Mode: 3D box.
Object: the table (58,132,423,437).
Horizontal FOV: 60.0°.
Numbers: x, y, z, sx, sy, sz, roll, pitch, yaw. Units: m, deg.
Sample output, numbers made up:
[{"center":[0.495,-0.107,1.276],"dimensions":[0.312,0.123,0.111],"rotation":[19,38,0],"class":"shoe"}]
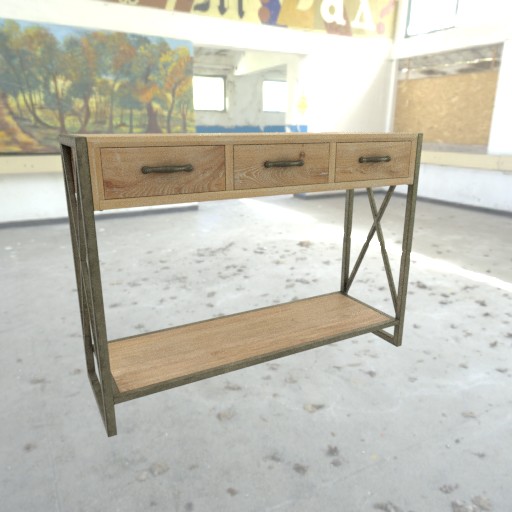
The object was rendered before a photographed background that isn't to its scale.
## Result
[{"center":[0.000,0.000,1.434],"dimensions":[1.059,0.763,0.361],"rotation":[-9,19,-27],"class":"table"}]
